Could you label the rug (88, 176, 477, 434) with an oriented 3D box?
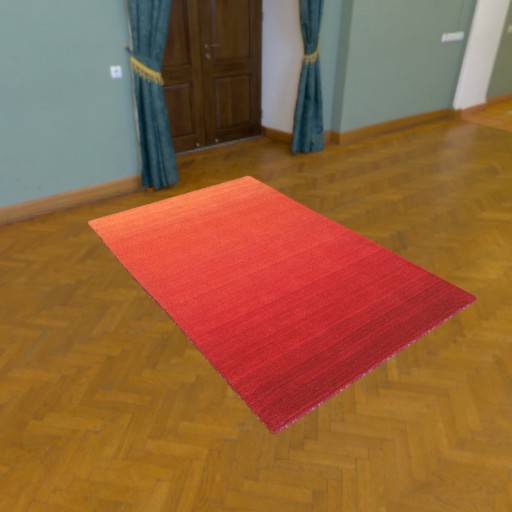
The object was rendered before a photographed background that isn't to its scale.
[{"bbox_3d":[0.000,0.000,2.386,1.230,0.018,1.835,-22,39,-30],"label":"rug"}]
